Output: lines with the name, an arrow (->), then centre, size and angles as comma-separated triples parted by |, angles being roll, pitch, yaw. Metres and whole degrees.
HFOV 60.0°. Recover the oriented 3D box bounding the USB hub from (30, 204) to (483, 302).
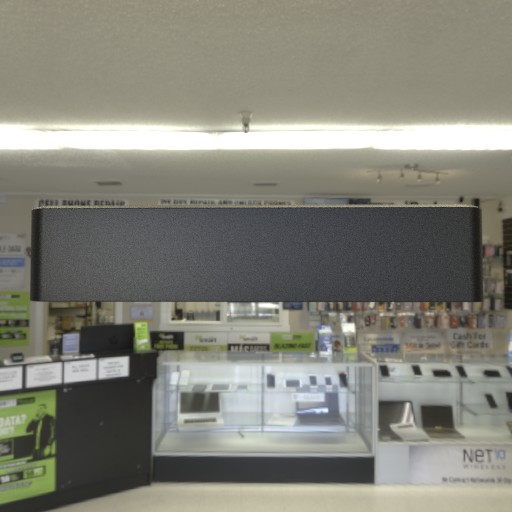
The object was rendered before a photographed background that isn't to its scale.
USB hub -> 0.000, 0.000, 0.126 | 0.110, 0.023, 0.044 | 0, -2, 1
